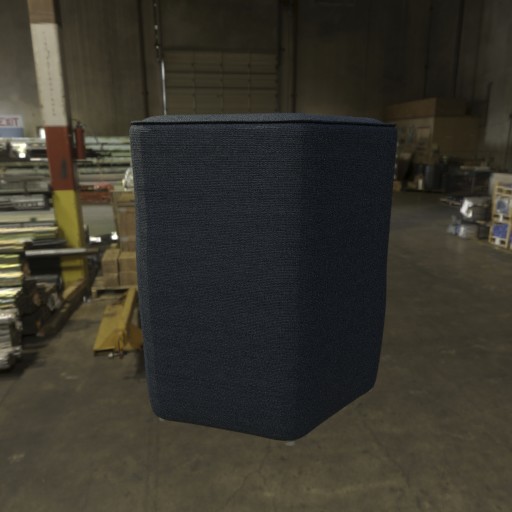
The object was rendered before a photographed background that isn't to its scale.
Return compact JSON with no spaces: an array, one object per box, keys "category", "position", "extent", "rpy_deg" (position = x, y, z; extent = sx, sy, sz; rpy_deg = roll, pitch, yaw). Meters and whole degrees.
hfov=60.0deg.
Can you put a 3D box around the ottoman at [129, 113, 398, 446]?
[{"category":"ottoman","position":[0.000,0.000,0.856],"extent":[0.454,0.505,0.492],"rpy_deg":[-3,15,-10]}]
